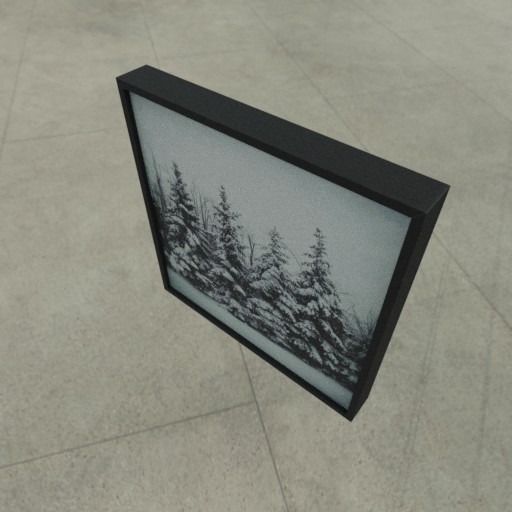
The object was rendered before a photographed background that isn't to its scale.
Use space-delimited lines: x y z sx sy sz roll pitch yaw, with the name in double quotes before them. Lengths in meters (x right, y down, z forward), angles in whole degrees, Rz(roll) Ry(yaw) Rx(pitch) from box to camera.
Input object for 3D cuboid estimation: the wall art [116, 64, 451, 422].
"wall art" 0.000 0.000 0.462 0.305 0.305 0.037 30 53 26
